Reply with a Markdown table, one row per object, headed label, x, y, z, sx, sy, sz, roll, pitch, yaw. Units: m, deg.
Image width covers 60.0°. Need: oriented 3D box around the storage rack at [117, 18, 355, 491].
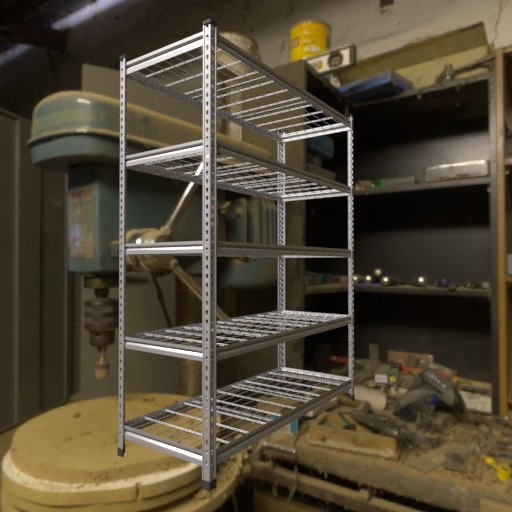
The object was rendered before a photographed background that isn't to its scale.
| label | x | y | z | sx | sy | sz | roll | pitch | yaw |
| --- | --- | --- | --- | --- | --- | --- | --- | --- | --- |
| storage rack | 0.000 | 0.000 | 2.650 | 0.610 | 1.981 | 1.524 | -1 | -1 | 35 |
